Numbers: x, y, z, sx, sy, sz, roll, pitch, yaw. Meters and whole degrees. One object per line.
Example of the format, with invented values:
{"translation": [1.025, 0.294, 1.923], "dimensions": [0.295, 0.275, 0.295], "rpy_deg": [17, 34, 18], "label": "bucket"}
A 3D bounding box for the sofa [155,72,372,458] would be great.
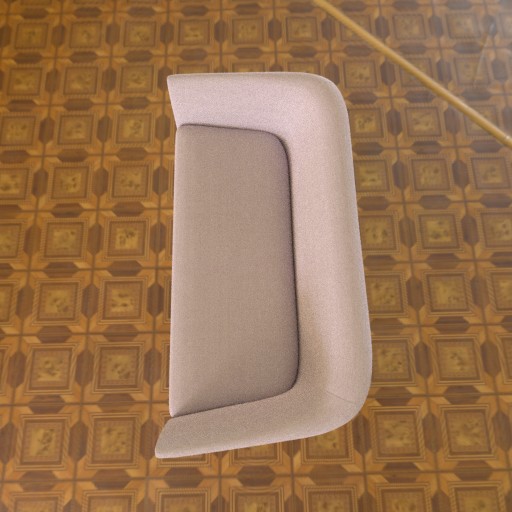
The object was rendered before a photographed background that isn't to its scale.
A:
{"translation": [0.000, 0.000, 1.825], "dimensions": [0.705, 0.721, 1.452], "rpy_deg": [-2, 74, 0], "label": "sofa"}
